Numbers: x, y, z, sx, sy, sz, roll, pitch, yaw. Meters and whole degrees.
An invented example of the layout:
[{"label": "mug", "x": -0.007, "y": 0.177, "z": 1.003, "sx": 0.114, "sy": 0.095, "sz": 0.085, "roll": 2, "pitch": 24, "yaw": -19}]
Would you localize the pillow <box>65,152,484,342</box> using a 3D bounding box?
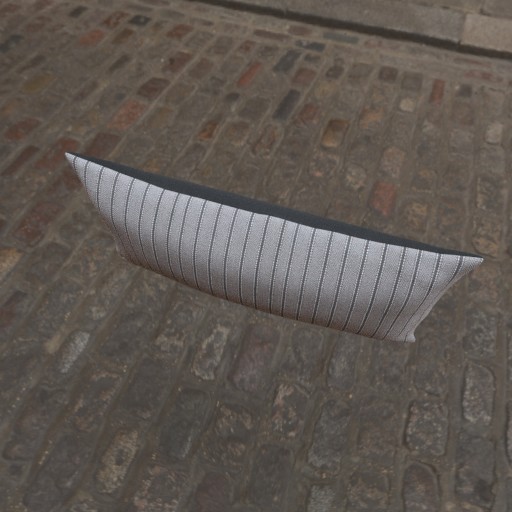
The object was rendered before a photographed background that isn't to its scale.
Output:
[{"label": "pillow", "x": 0.000, "y": 0.000, "z": 0.737, "sx": 0.609, "sy": 0.305, "sz": 0.151, "roll": 16, "pitch": 59, "yaw": 10}]
